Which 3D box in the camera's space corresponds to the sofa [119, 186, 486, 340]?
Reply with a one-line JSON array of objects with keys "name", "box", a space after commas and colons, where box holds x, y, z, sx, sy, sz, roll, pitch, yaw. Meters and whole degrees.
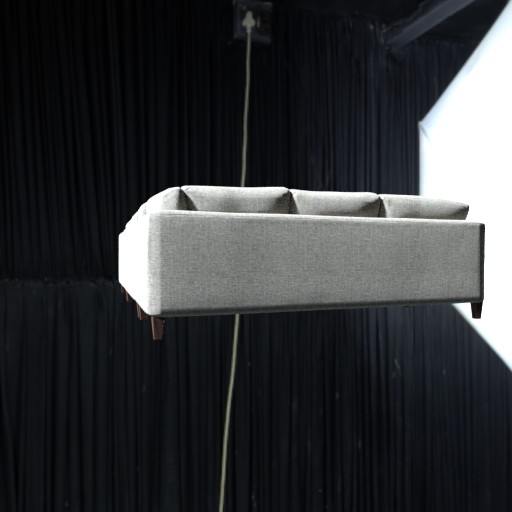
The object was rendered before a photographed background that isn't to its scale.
[{"name": "sofa", "box": [0.000, 0.000, 4.587, 2.593, 0.959, 3.460, 0, 0, -20]}]
